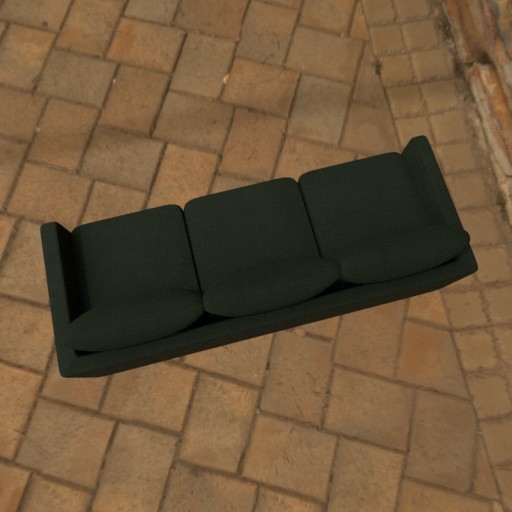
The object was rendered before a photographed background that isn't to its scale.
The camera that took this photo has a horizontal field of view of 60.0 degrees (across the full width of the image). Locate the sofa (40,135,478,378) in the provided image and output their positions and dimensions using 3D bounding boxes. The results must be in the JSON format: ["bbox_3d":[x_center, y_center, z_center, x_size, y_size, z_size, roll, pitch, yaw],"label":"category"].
[{"bbox_3d":[0.000,0.000,2.573,2.218,0.870,0.859,-14,75,-4],"label":"sofa"}]
